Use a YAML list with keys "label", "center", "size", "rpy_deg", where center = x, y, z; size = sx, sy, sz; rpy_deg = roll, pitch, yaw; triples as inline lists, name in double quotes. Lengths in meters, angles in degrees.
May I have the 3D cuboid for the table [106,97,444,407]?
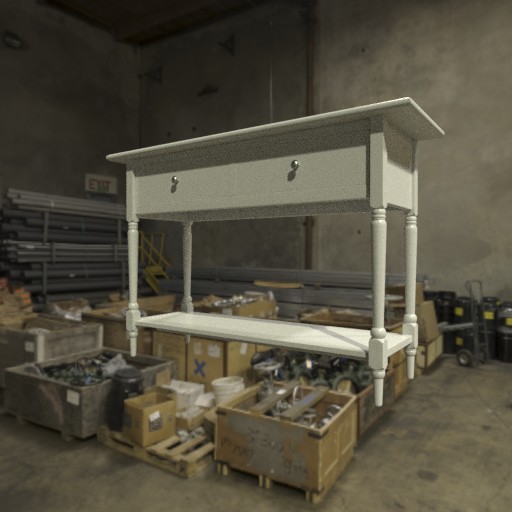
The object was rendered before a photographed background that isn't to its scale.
- label: "table"
  center: [0.000, 0.000, 1.602]
  size: [1.197, 0.808, 0.384]
  rpy_deg: [0, 1, 35]
